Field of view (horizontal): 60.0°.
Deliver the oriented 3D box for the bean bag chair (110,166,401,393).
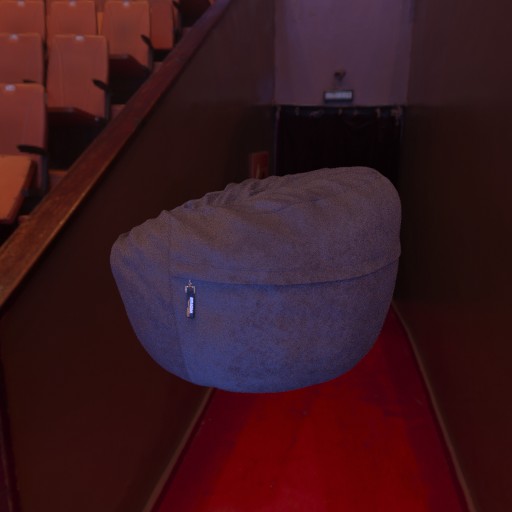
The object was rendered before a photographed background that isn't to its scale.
[{"bbox_3d":[0.000,0.000,2.051,1.245,0.821,1.245,0,16,0],"label":"bean bag chair"}]
